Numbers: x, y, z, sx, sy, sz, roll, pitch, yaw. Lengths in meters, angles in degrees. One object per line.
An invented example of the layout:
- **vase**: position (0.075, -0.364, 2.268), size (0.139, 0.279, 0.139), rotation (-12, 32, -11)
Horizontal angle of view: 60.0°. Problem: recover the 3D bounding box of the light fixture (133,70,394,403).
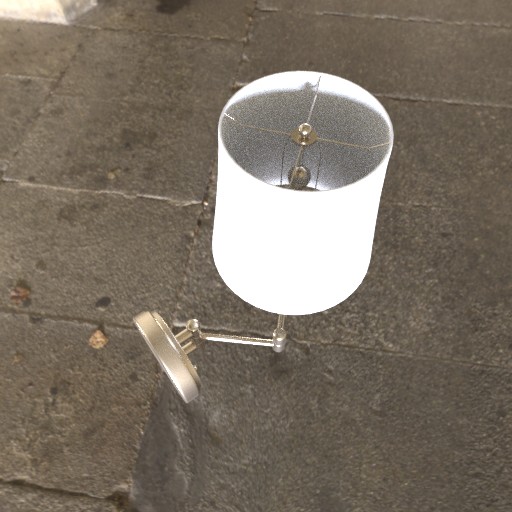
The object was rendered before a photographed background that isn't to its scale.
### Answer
- **light fixture**: position (0.000, 0.000, 0.590), size (0.348, 0.381, 0.223), rotation (-32, 64, -18)
